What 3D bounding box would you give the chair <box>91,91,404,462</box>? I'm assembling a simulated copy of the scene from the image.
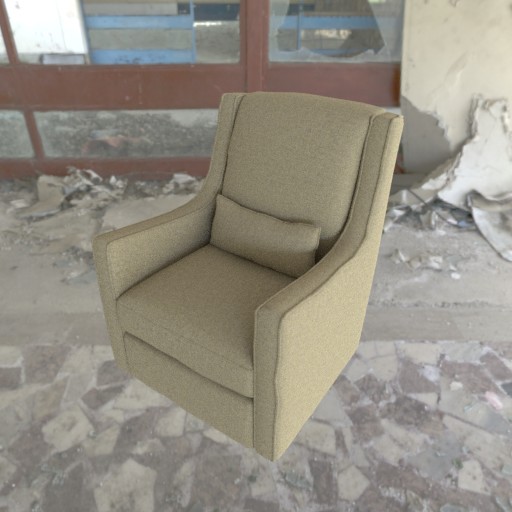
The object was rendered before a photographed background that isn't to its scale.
[{"bbox_3d":[0.000,0.000,1.594,0.732,0.993,0.879,20,36,29],"label":"chair"}]
